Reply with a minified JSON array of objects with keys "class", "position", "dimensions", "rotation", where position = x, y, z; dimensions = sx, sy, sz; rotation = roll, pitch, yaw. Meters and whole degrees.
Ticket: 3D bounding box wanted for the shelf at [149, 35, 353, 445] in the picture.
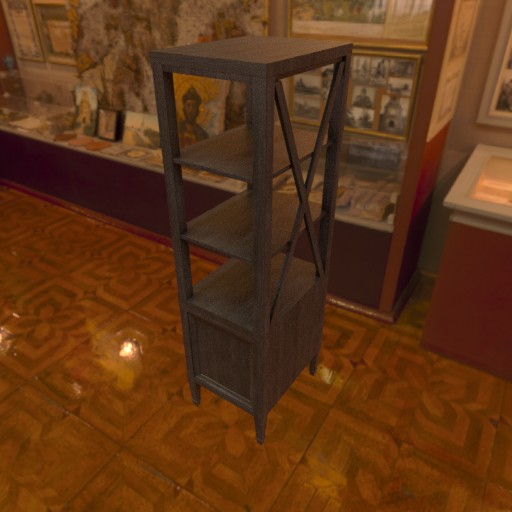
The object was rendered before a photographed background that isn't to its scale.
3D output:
[{"class":"shelf","position":[0.000,0.000,2.006],"dimensions":[0.472,1.727,0.584],"rotation":[20,37,29]}]
